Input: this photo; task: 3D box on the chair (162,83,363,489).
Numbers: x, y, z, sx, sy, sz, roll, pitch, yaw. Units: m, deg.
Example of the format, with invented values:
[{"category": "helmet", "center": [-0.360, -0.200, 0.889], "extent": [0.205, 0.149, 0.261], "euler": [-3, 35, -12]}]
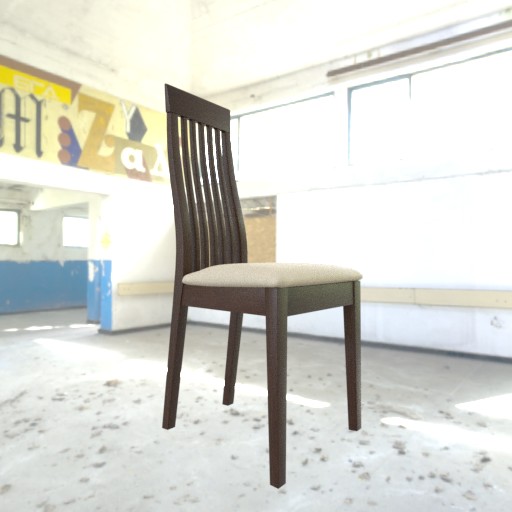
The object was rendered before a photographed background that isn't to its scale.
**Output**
[{"category": "chair", "center": [0.000, 0.000, 1.288], "extent": [0.474, 1.027, 0.460], "euler": [0, -1, 37]}]
